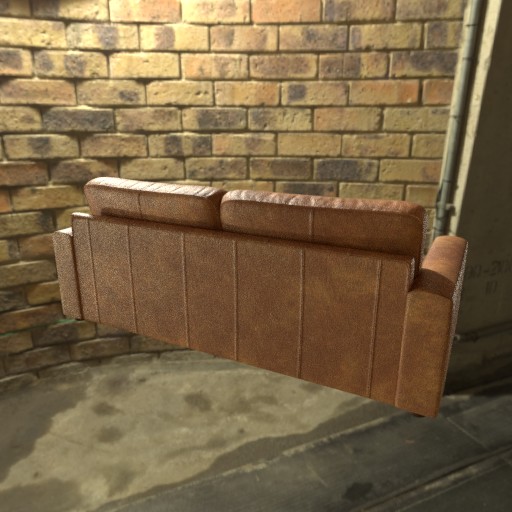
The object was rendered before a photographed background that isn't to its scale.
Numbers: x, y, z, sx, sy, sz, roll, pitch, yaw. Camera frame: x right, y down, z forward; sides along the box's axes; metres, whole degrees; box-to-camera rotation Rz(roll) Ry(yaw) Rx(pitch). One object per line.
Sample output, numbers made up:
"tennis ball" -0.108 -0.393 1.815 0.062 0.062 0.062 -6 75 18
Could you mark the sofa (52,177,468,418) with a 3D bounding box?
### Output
"sofa" 0.000 0.000 2.578 2.179 0.873 1.016 9 19 26
